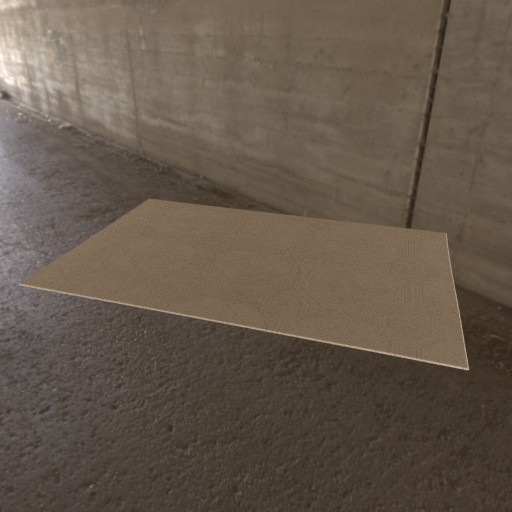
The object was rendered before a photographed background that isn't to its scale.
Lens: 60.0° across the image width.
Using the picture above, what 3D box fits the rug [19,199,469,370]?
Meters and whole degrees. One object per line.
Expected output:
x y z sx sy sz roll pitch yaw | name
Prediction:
0.000 0.000 2.919 2.440 0.008 1.524 8 28 15 | rug
